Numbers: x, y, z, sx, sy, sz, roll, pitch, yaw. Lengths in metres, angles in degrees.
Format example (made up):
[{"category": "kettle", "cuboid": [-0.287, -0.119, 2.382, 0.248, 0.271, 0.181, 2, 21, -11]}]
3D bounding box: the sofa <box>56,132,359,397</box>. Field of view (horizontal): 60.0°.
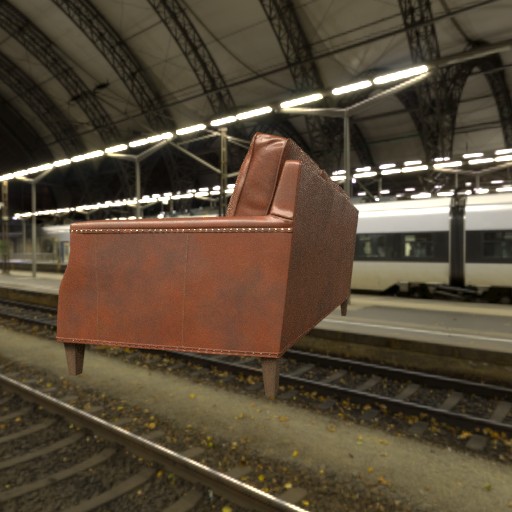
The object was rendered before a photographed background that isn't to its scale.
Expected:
[{"category": "sofa", "cuboid": [0.000, 0.000, 2.763, 1.084, 1.003, 2.240, 0, 1, 18]}]
